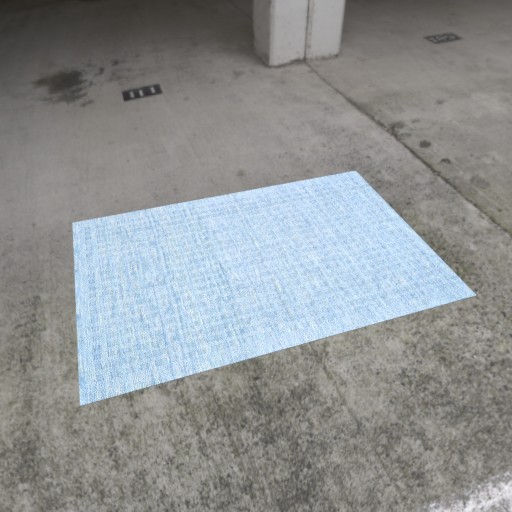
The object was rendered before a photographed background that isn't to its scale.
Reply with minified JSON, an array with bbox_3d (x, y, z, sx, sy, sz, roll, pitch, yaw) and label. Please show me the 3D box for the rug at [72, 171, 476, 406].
[{"bbox_3d":[0.000,0.000,2.934,2.286,0.006,1.522,-13,43,-14],"label":"rug"}]
